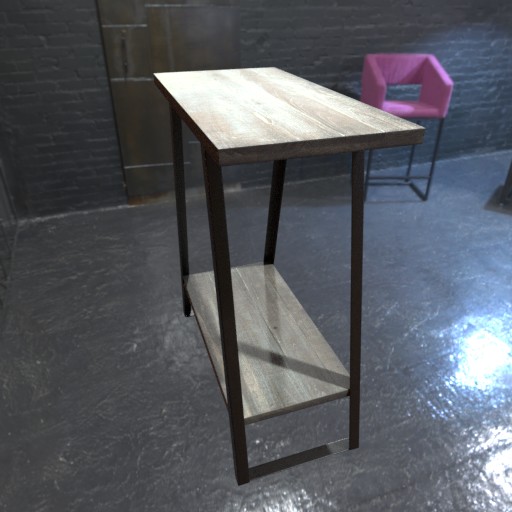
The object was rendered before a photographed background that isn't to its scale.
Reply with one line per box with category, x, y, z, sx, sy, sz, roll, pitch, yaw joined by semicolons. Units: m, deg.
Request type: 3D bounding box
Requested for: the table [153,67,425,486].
table;0.000;0.000;1.001;0.300;0.701;0.599;-10;32;-16
